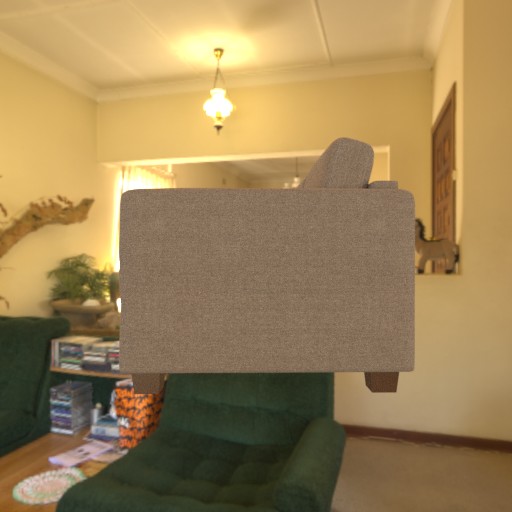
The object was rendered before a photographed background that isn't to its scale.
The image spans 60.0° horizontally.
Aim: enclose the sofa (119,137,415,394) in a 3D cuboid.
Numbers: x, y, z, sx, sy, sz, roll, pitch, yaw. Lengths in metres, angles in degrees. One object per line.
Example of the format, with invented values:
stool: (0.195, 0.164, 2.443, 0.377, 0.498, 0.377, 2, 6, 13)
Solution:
sofa: (0.000, 0.000, 2.011, 0.900, 0.800, 1.520, 0, 0, -1)
